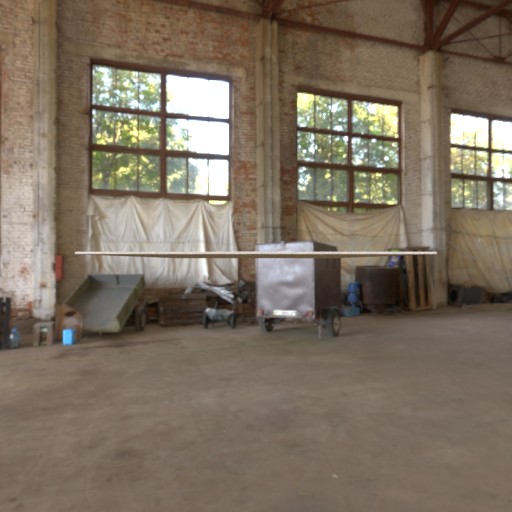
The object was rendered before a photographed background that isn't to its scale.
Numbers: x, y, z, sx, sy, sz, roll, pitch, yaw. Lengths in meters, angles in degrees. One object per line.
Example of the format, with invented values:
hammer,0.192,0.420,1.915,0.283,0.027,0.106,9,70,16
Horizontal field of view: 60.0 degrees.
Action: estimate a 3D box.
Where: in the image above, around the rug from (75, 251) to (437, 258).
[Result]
rug,0.000,0.000,3.067,1.521,0.015,2.436,0,-1,0
